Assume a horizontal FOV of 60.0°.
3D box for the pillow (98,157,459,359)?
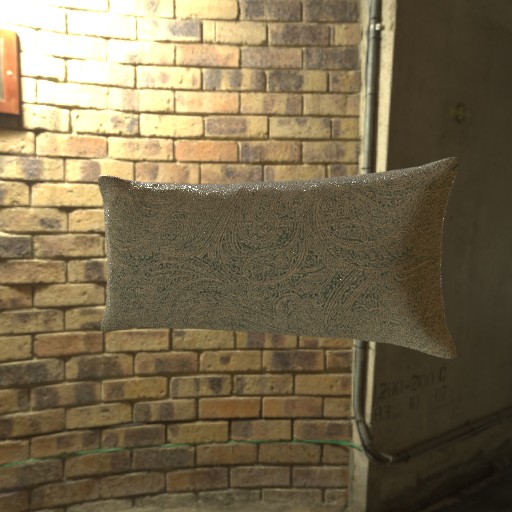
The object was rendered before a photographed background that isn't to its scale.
[{"bbox_3d":[0.000,0.000,0.739,0.615,0.295,0.151,1,2,18],"label":"pillow"}]
